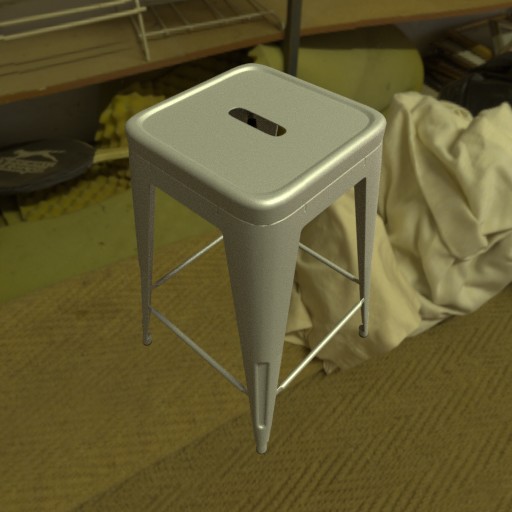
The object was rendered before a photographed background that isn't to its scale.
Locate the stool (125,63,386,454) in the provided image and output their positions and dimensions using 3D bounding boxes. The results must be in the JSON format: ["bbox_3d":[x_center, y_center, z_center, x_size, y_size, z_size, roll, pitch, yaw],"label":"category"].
[{"bbox_3d":[0.000,0.000,0.892,0.406,0.610,0.406,34,56,27],"label":"stool"}]
